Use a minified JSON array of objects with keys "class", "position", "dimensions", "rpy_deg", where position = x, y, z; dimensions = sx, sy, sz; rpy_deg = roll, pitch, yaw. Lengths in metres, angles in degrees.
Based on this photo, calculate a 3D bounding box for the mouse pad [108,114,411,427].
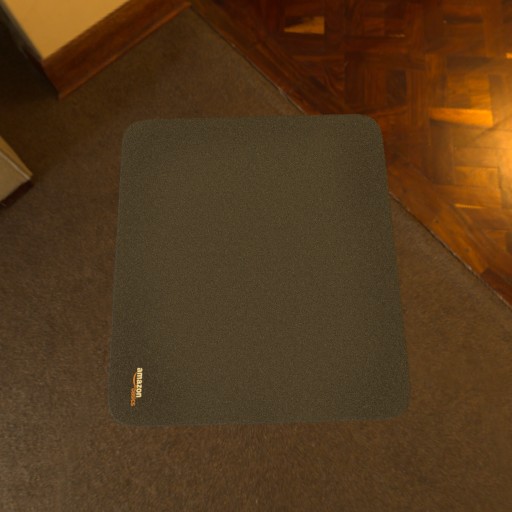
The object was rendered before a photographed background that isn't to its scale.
[{"class":"mouse pad","position":[0.000,0.000,0.322],"dimensions":[0.203,0.003,0.229],"rpy_deg":[-2,75,0]}]
